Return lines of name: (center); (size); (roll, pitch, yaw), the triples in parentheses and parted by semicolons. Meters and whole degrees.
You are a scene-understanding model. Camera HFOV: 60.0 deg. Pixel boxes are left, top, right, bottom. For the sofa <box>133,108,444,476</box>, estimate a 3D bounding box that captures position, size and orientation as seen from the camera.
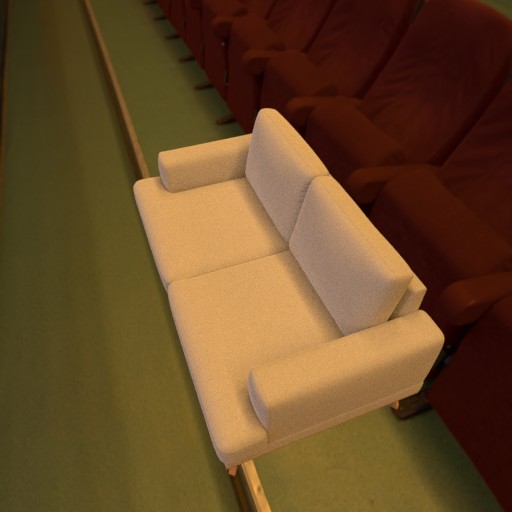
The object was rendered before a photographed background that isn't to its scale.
sofa: (0.000, 0.000, 2.137); (0.915, 0.810, 1.651); (-16, 48, -15)
